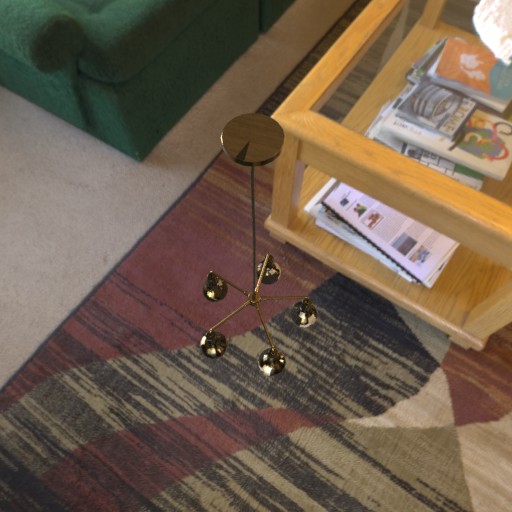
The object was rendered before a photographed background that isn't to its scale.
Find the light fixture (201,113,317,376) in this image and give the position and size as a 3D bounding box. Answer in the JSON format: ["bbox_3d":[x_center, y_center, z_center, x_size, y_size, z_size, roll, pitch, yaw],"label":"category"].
[{"bbox_3d":[0.000,0.000,1.218,0.438,0.988,0.421,15,64,7],"label":"light fixture"}]
